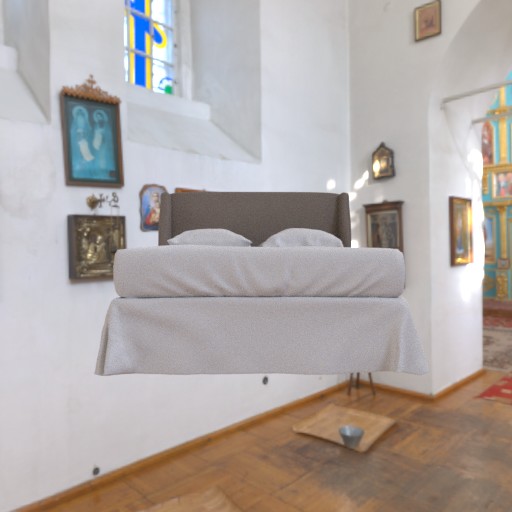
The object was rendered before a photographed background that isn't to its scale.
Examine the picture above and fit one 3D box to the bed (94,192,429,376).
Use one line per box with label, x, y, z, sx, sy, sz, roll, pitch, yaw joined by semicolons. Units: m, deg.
bed;0.000;0.000;3.472;1.925;1.332;2.276;0;-1;-1
